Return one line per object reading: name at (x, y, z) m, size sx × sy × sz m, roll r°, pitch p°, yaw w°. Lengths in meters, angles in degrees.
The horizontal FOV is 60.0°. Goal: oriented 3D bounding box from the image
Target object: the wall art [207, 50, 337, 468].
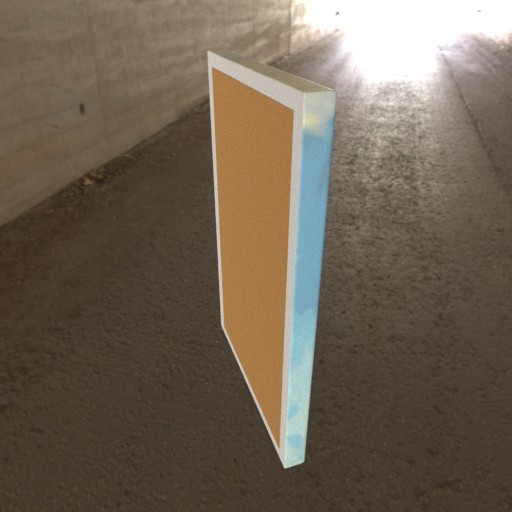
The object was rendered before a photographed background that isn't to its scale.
wall art at (0.000, 0.000, 0.764) m, size 0.038 × 0.610 × 0.401 m, roll -10°, pitch 32°, yaw -17°
